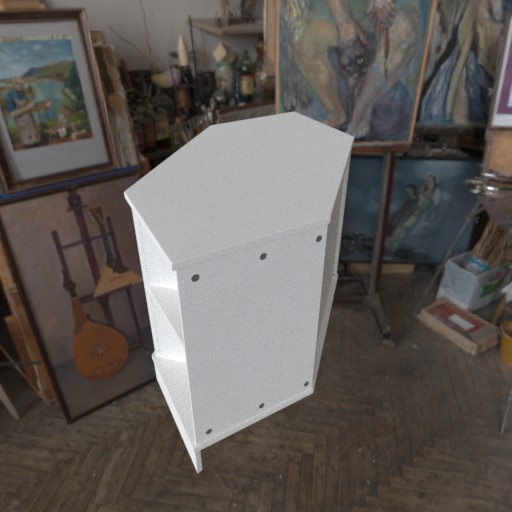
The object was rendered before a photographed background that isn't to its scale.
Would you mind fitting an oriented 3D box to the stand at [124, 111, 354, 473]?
[{"bbox_3d":[0.000,0.000,1.358,0.477,0.614,1.072,8,33,13],"label":"stand"}]
